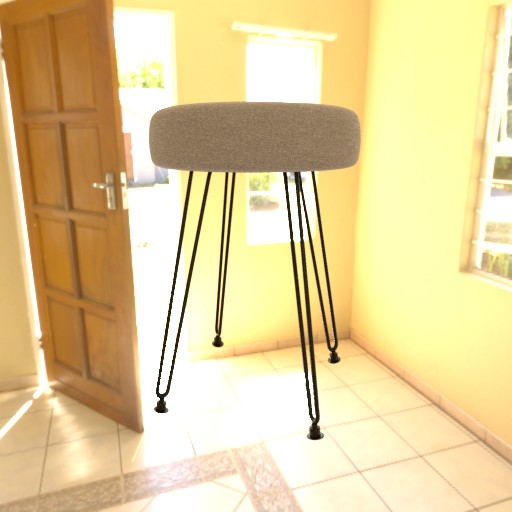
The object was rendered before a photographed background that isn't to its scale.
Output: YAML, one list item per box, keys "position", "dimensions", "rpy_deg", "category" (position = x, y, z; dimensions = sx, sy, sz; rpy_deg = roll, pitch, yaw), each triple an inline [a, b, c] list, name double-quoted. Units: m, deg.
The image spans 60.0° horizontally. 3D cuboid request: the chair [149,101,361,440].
- position: [0.000, 0.000, 0.688]
  dimensions: [0.350, 0.440, 0.350]
  rpy_deg: [-8, 16, -28]
  category: "chair"
